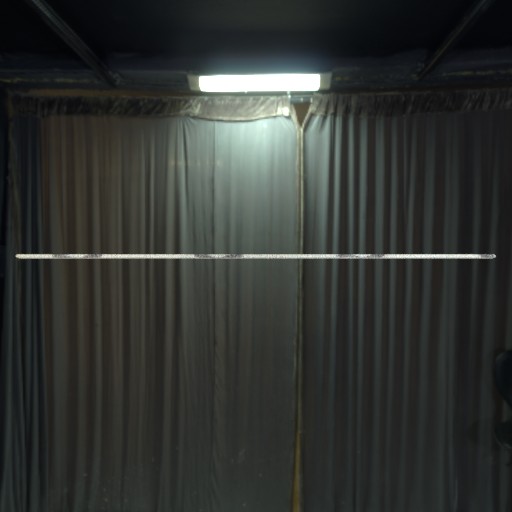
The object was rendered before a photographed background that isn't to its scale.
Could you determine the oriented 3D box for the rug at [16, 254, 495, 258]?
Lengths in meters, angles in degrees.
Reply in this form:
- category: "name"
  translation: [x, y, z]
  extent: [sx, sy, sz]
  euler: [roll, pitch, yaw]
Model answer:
- category: "rug"
  translation: [0.000, 0.000, 3.937]
  extent: [3.000, 0.026, 2.399]
  euler: [0, 0, 0]
